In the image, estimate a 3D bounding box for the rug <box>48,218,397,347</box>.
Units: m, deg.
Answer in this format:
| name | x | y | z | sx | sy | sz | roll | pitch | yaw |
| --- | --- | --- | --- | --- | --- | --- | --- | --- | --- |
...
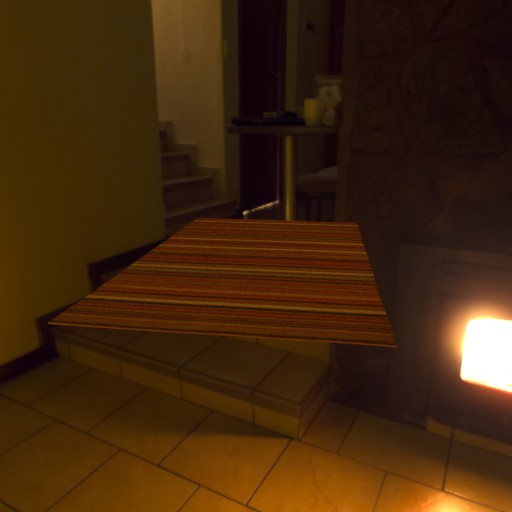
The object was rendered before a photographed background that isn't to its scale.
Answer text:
| name | x | y | z | sx | sy | sz | roll | pitch | yaw |
| --- | --- | --- | --- | --- | --- | --- | --- | --- | --- |
| rug | 0.000 | 0.000 | 3.042 | 1.523 | 0.008 | 2.438 | 2 | 16 | 8 |
